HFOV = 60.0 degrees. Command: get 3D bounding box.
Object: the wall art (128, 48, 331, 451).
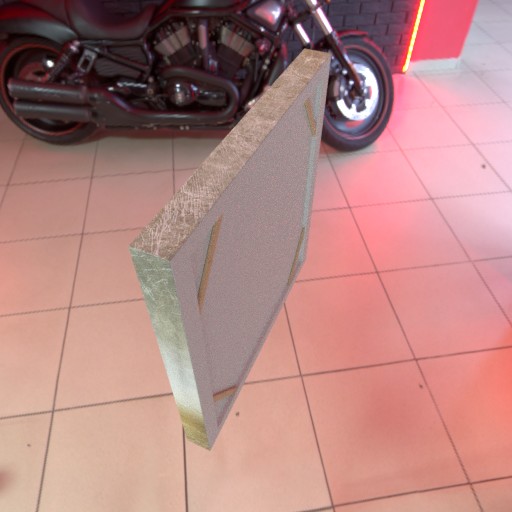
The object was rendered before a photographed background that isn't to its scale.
[{"bbox_3d":[0.000,0.000,0.616,0.038,0.407,0.405,18,50,16],"label":"wall art"}]
